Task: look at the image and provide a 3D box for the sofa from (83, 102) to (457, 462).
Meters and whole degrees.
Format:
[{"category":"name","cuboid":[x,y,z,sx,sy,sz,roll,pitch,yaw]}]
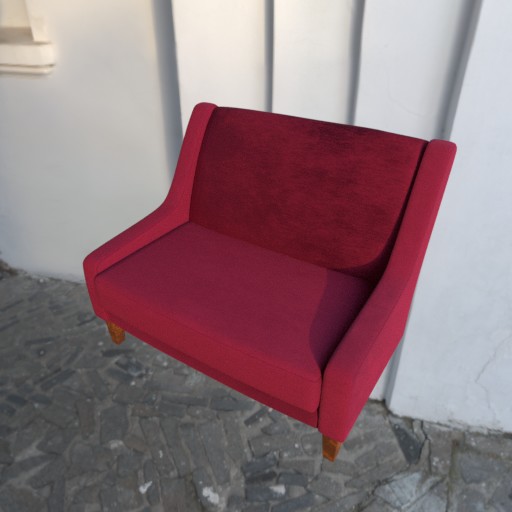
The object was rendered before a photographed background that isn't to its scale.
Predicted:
[{"category":"sofa","cuboid":[0.000,0.000,1.884,1.242,0.976,0.946,19,36,28]}]
